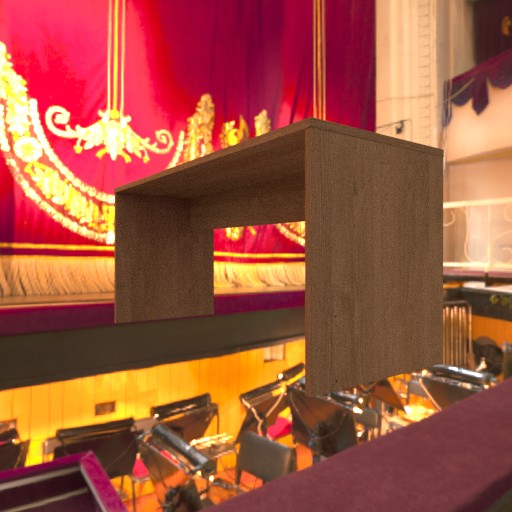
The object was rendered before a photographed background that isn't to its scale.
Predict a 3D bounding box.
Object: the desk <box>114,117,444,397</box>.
[{"bbox_3d":[0.000,0.000,2.067,0.802,0.752,1.600,0,0,-36],"label":"desk"}]
